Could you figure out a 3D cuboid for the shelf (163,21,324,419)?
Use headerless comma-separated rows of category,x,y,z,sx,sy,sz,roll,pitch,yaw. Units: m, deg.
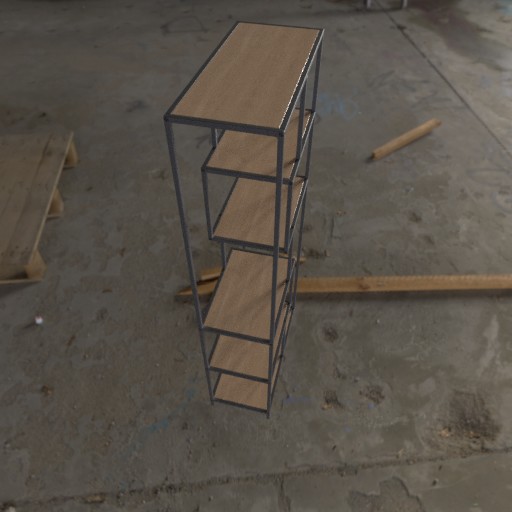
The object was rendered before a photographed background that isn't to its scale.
shelf,0.000,0.000,2.152,0.350,1.850,0.770,10,48,10
